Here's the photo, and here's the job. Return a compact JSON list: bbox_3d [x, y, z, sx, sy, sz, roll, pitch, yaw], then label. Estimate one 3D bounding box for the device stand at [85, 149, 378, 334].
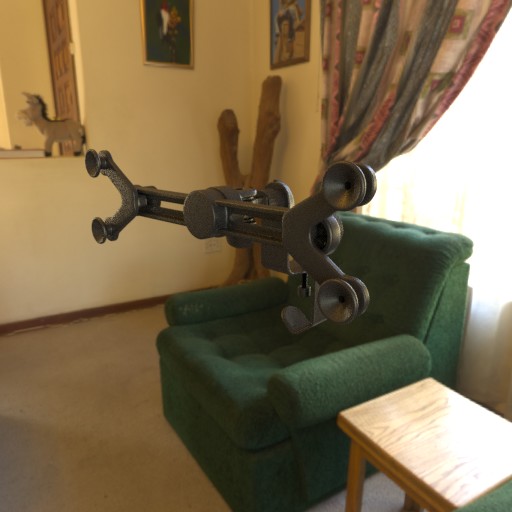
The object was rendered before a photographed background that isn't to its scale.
[{"bbox_3d":[0.000,0.000,0.357,0.270,0.166,0.142,14,21,42],"label":"device stand"}]
